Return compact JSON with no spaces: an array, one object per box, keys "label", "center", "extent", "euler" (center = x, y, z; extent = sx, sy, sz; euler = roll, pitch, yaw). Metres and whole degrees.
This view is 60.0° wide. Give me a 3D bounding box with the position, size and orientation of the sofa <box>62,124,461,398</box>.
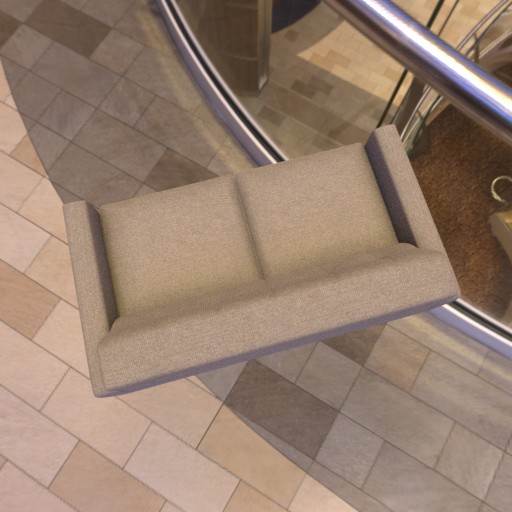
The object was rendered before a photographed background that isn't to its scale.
[{"label":"sofa","center":[0.000,0.000,2.126],"extent":[1.631,0.841,0.909],"euler":[-15,76,-4]}]
